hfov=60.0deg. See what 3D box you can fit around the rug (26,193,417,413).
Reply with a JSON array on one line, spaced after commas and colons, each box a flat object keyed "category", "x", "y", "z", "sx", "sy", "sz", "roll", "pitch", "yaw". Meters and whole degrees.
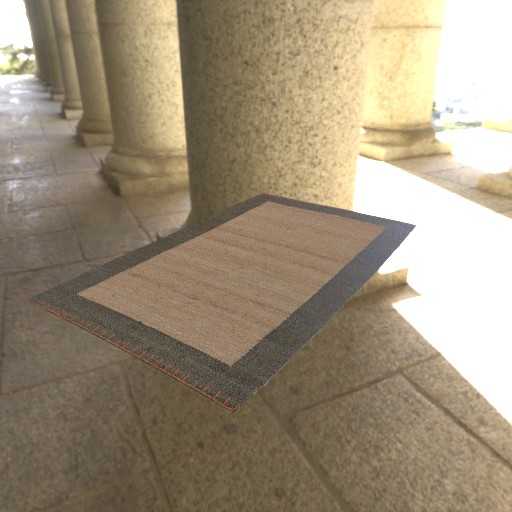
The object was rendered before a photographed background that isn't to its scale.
[{"category": "rug", "x": 0.000, "y": 0.000, "z": 3.018, "sx": 1.521, "sy": 0.006, "sz": 2.435, "roll": 17, "pitch": 30, "yaw": 31}]
